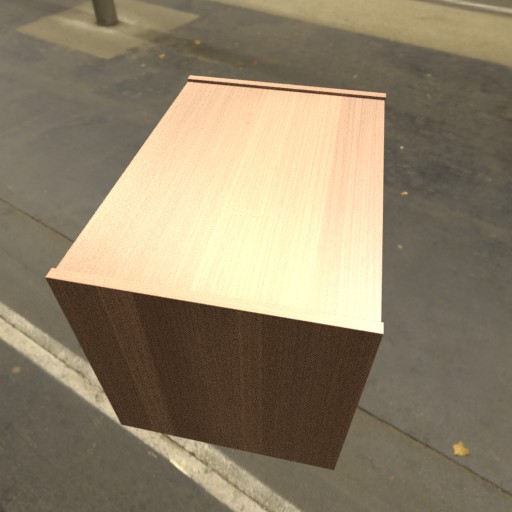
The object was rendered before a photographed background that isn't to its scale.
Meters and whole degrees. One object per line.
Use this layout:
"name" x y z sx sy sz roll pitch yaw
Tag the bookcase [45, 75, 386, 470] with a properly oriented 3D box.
"bookcase" 0.000 0.000 0.617 0.290 0.305 0.415 9 47 8
